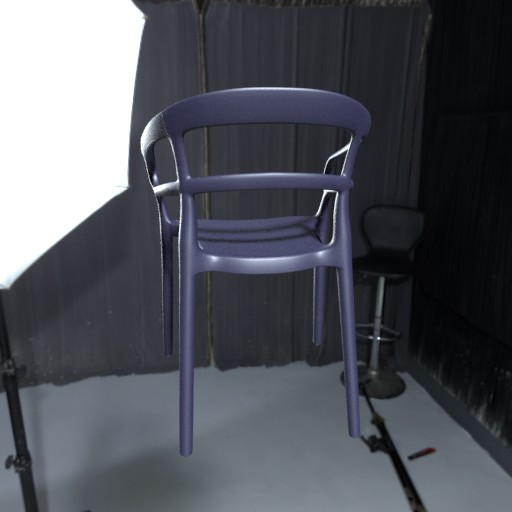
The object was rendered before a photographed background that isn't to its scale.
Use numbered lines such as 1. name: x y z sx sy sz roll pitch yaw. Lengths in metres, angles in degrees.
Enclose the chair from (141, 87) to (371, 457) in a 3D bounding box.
1. chair: 0.000 0.000 1.135 0.559 0.761 0.527 -2 15 -9
